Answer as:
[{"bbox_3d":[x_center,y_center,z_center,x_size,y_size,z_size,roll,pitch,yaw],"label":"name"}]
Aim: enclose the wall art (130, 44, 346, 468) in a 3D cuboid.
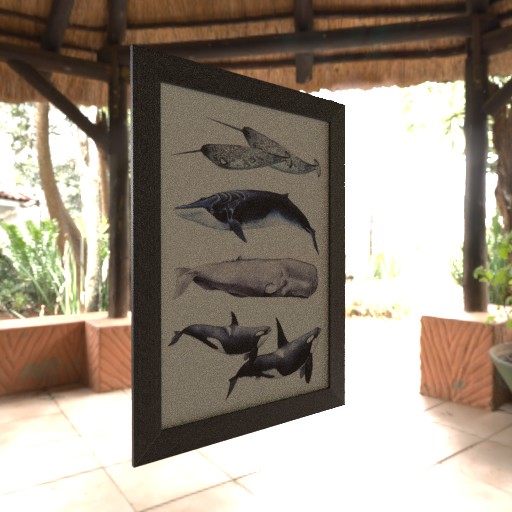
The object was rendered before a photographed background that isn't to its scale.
[{"bbox_3d":[0.000,0.000,1.411,0.810,1.116,0.016,0,1,-36],"label":"wall art"}]
